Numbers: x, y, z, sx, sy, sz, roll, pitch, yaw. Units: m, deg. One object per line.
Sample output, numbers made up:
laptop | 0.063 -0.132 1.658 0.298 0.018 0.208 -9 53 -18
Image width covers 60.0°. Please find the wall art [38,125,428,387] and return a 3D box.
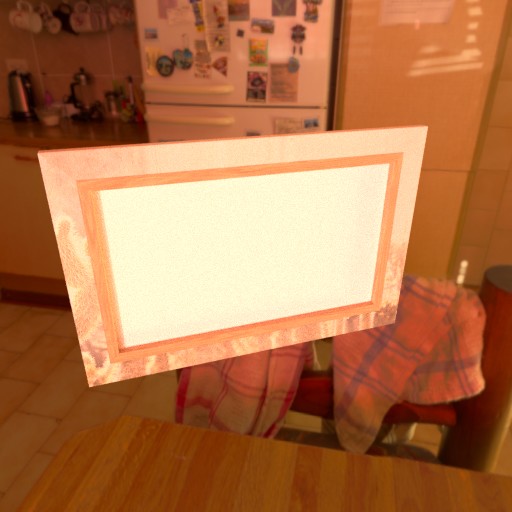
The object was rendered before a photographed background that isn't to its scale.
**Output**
wall art | 0.000 0.000 1.912 1.525 1.012 0.038 -8 28 -16
